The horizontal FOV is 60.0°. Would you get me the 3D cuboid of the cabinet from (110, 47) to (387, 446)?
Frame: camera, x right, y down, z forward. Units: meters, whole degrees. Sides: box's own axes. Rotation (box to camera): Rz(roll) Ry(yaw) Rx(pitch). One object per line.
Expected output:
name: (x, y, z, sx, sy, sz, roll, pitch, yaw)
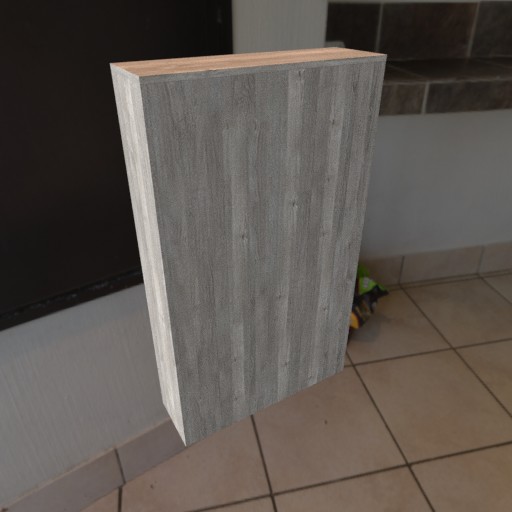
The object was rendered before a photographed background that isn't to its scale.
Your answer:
cabinet: (0.000, 0.000, 1.561, 0.750, 1.280, 0.250, -17, 35, -26)
